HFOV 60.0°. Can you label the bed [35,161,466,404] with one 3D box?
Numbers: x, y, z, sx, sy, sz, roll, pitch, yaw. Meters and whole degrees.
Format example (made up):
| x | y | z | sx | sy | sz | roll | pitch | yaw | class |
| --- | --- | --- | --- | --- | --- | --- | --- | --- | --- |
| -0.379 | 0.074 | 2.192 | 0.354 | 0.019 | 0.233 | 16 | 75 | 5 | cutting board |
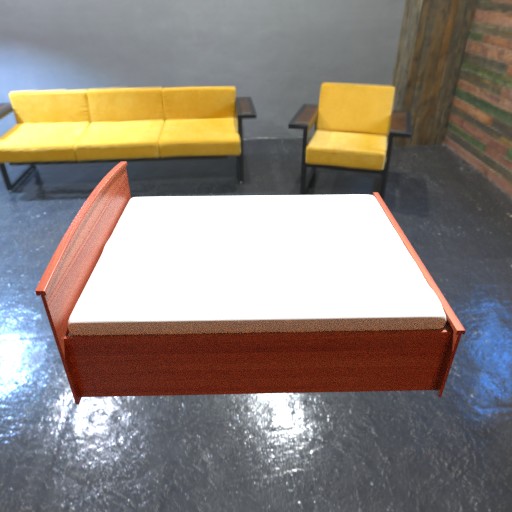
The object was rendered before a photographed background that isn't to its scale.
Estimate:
| x | y | z | sx | sy | sz | roll | pitch | yaw | class |
| --- | --- | --- | --- | --- | --- | --- | --- | --- | --- |
| 0.000 | 0.000 | 2.939 | 2.053 | 0.848 | 1.683 | -1 | 32 | -1 | bed |
